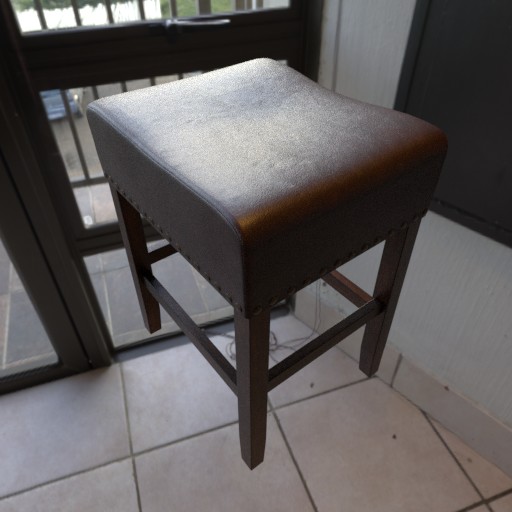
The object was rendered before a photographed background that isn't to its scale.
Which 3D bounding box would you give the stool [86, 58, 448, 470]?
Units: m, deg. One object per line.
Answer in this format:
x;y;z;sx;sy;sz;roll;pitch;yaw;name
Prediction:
0.000;0.000;0.901;0.397;0.608;0.465;-27;48;-27;stool
